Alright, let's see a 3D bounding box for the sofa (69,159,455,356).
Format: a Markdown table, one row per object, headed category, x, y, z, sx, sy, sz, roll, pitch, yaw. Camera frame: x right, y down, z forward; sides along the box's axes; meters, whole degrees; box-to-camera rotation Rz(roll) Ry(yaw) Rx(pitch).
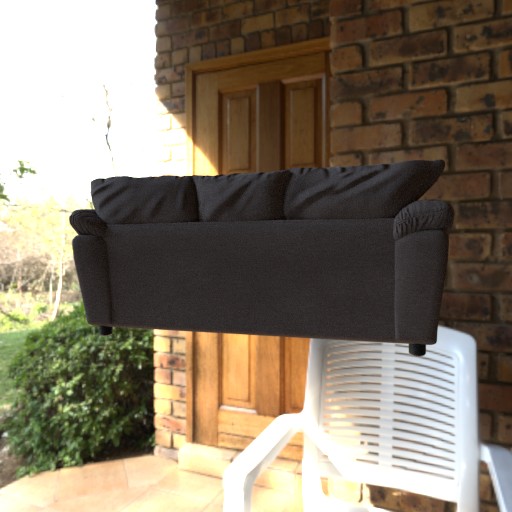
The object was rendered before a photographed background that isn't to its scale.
| category | x | y | z | sx | sy | sz | roll | pitch | yaw |
| --- | --- | --- | --- | --- | --- | --- | --- | --- | --- |
| sofa | 0.000 | 0.000 | 2.898 | 2.390 | 1.043 | 0.927 | 0 | 0 | 17 |
